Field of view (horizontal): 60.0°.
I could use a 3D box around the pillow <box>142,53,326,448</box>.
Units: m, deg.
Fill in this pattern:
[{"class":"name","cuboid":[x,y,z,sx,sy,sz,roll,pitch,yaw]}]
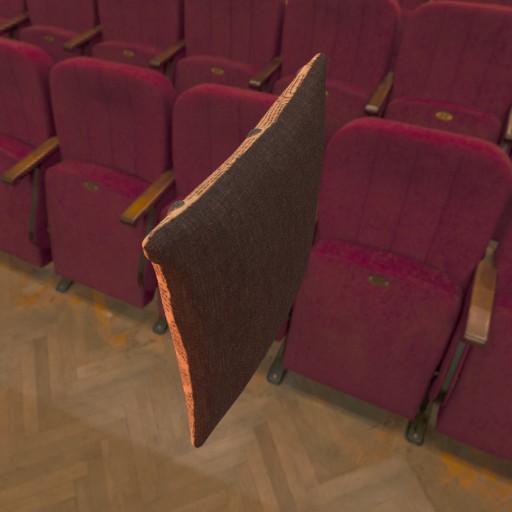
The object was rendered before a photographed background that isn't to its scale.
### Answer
[{"class":"pillow","cuboid":[0.000,0.000,0.764,0.145,0.510,0.510,19,49,17]}]
